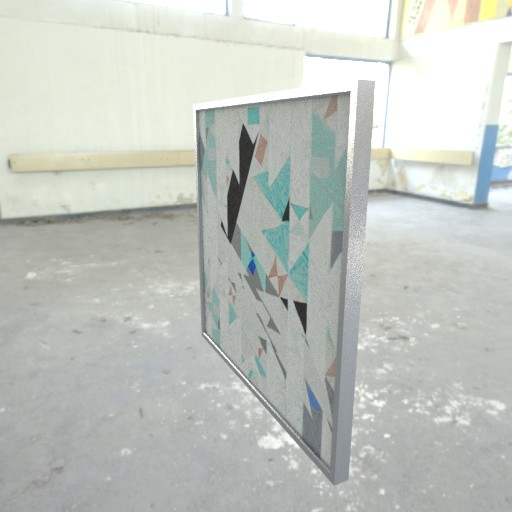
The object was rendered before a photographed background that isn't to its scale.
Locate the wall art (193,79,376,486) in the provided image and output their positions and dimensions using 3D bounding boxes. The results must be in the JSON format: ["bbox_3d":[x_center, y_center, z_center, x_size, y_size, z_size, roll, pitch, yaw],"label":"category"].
[{"bbox_3d":[0.000,0.000,1.186,0.038,0.806,0.806,-8,18,-26],"label":"wall art"}]
